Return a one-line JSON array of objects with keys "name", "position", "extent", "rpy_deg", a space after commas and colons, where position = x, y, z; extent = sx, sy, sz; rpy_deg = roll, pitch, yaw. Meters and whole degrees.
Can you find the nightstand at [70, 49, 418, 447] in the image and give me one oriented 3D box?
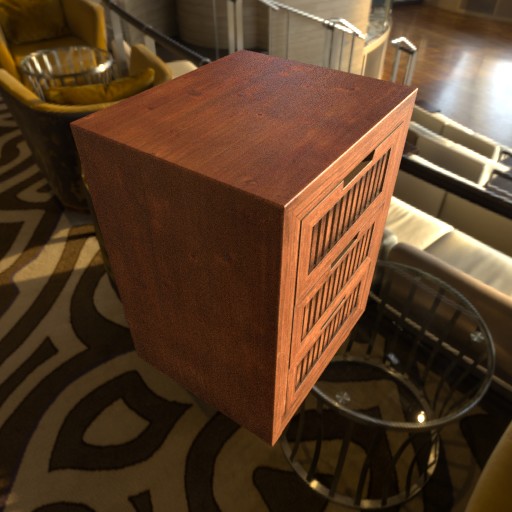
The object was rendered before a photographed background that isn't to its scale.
[{"name": "nightstand", "position": [0.000, 0.000, 0.990], "extent": [0.410, 0.695, 0.465], "rpy_deg": [25, 47, 25]}]
